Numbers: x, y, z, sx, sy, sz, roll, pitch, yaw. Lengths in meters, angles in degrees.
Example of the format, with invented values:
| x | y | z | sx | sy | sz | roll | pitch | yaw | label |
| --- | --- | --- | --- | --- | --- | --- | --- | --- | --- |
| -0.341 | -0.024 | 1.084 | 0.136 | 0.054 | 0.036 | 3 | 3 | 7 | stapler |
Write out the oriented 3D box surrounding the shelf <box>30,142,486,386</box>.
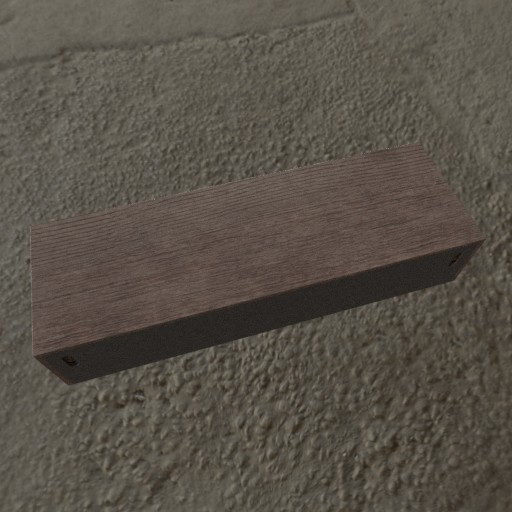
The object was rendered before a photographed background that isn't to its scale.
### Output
| x | y | z | sx | sy | sz | roll | pitch | yaw | label |
| --- | --- | --- | --- | --- | --- | --- | --- | --- | --- |
| 0.000 | 0.000 | 0.675 | 0.610 | 0.125 | 0.200 | -14 | 59 | -9 | shelf |
